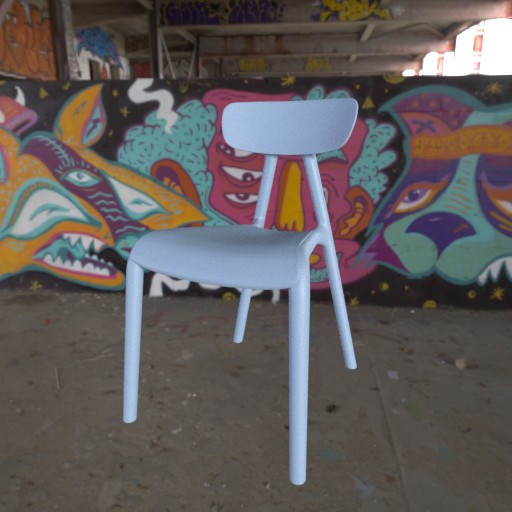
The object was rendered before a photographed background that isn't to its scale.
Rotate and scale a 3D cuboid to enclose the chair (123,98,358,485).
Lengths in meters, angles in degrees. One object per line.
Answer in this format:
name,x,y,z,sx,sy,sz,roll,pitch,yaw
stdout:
chair,0.000,0.000,0.837,0.356,0.580,0.401,7,16,26
